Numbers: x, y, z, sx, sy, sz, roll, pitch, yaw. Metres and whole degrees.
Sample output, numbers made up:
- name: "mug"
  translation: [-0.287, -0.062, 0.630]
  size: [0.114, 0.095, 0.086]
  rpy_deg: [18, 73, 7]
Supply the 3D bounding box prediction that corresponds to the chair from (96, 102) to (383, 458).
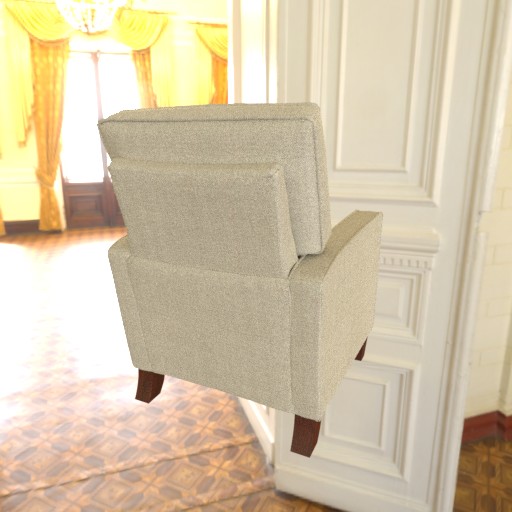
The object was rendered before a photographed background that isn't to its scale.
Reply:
- name: "chair"
  translation: [0.000, 0.000, 1.407]
  size: [0.648, 0.888, 0.754]
  rpy_deg: [8, 17, 26]
